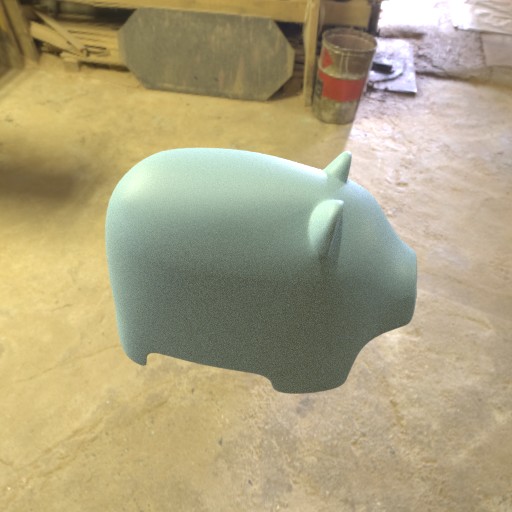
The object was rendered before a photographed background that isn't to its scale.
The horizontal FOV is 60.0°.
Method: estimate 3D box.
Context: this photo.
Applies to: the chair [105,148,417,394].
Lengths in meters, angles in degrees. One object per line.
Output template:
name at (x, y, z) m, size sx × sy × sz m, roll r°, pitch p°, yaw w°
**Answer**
chair at (0.000, 0.000, 0.871) m, size 0.619 × 0.423 × 0.364 m, roll 10°, pitch 47°, yaw 10°
